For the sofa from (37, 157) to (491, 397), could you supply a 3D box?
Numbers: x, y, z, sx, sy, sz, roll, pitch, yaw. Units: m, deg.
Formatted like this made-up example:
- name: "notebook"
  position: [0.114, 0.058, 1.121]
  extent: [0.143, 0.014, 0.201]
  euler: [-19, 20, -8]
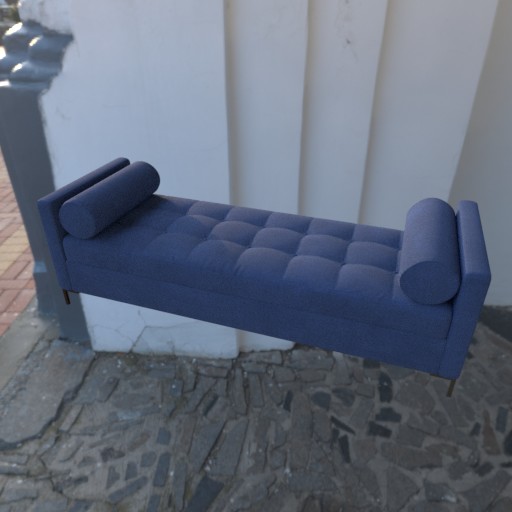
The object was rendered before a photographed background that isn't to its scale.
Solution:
- name: "sofa"
  position: [0.000, 0.000, 2.246]
  extent: [1.981, 0.635, 0.686]
  euler: [10, 32, 16]
